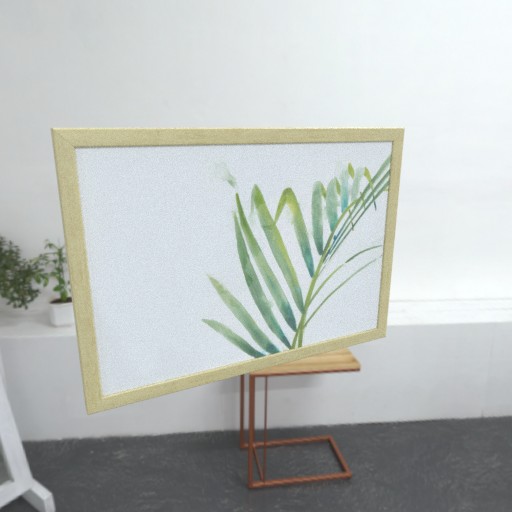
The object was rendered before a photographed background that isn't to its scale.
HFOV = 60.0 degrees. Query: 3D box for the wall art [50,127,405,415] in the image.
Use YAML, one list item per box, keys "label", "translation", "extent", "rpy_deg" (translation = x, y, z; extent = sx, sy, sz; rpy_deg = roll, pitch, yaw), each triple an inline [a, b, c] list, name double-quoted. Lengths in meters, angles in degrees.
- label: "wall art"
  translation: [0.000, 0.000, 0.684]
  extent: [0.533, 0.381, 0.032]
  rpy_deg: [-8, 18, -25]
